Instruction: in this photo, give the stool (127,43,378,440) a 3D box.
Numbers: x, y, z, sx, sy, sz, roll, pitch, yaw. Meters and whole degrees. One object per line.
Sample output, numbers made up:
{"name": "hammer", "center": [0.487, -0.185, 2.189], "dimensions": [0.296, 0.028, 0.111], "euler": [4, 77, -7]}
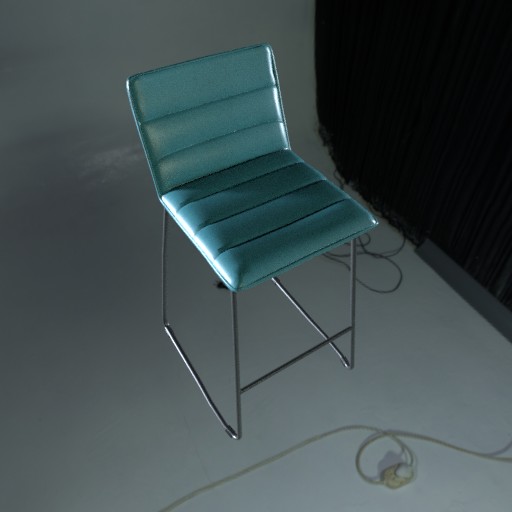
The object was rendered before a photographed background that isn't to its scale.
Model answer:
{"name": "stool", "center": [0.000, 0.000, 1.241], "dimensions": [0.489, 0.936, 0.524], "euler": [-24, 51, -22]}
